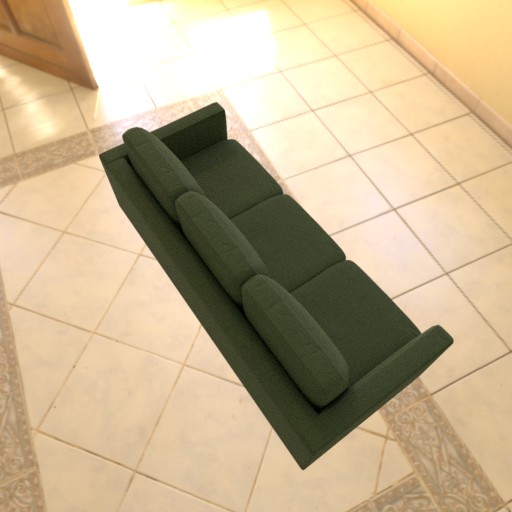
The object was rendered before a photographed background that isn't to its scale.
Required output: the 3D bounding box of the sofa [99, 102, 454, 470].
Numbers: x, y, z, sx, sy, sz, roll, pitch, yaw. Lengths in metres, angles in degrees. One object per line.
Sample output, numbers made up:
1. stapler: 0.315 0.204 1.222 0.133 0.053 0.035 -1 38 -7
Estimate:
1. sofa: 0.000 0.000 2.524 0.879 0.899 2.029 -31 63 -18
